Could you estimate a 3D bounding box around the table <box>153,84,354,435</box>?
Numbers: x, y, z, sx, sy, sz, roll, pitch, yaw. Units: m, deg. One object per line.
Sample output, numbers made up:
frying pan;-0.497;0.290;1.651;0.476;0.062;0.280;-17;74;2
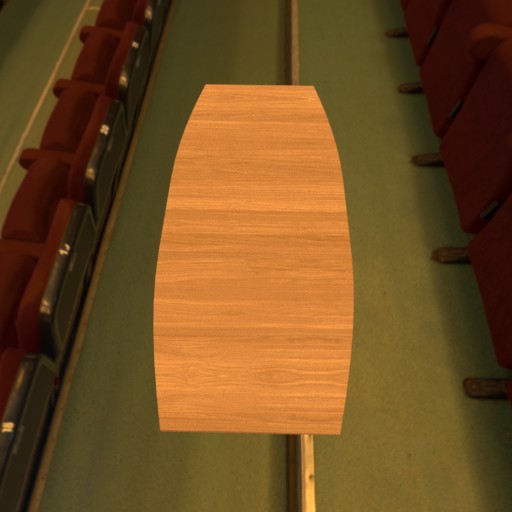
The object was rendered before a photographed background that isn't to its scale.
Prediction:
table;0.000;0.000;2.503;0.900;0.750;2.032;1;57;1
